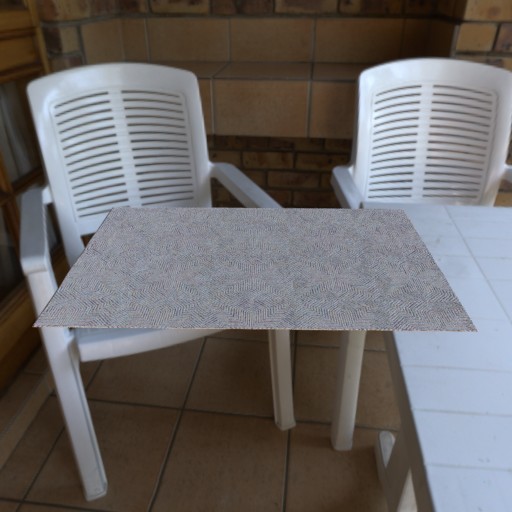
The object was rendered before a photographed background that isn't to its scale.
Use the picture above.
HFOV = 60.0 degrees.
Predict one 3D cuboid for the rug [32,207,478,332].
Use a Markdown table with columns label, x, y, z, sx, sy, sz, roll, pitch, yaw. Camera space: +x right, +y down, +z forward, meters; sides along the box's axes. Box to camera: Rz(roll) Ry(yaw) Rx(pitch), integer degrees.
| label | x | y | z | sx | sy | sz | roll | pitch | yaw |
| --- | --- | --- | --- | --- | --- | --- | --- | --- | --- |
| rug | 0.000 | 0.000 | 3.056 | 2.428 | 0.007 | 1.519 | 0 | 32 | 1 |
